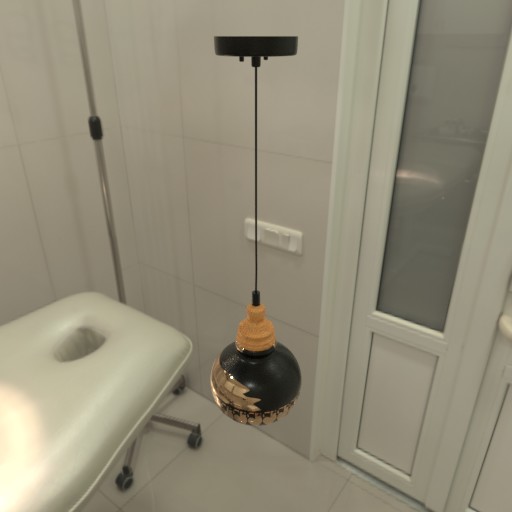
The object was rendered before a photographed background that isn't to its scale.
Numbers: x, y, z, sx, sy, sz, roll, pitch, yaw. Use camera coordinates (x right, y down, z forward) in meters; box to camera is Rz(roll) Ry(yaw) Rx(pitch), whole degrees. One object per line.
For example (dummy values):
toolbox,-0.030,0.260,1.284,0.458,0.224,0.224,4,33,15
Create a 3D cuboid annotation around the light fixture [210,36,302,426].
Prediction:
light fixture,0.000,0.000,1.808,0.430,1.606,0.430,18,32,32
